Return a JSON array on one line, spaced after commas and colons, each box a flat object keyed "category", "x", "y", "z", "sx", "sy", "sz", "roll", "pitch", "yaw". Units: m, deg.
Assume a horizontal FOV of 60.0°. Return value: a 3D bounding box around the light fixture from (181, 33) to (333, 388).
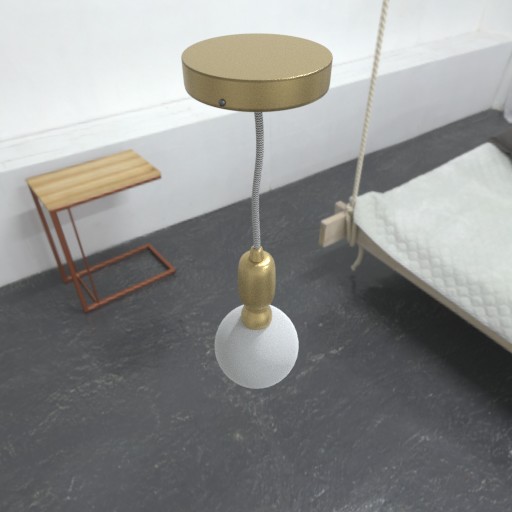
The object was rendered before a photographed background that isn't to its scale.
[{"category": "light fixture", "x": 0.000, "y": 0.000, "z": 0.589, "sx": 0.146, "sy": 0.510, "sz": 0.147, "roll": 25, "pitch": 46, "yaw": 26}]
